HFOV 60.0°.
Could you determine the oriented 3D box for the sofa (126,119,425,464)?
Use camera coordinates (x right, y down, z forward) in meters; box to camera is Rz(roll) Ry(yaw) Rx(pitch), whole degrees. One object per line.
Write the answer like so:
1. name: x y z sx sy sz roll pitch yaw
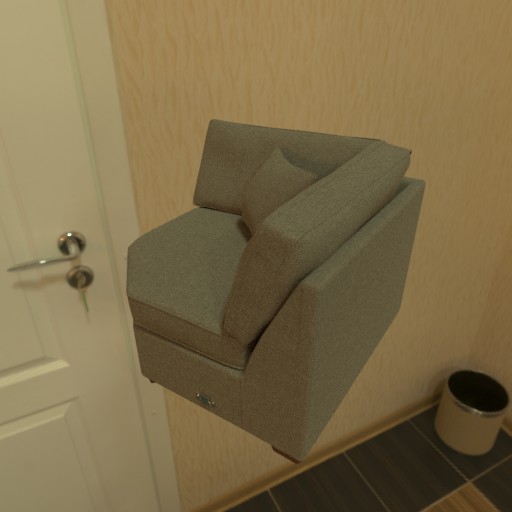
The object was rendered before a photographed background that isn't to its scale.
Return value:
1. sofa: 0.000 0.000 1.892 1.050 0.951 1.042 19 35 28
